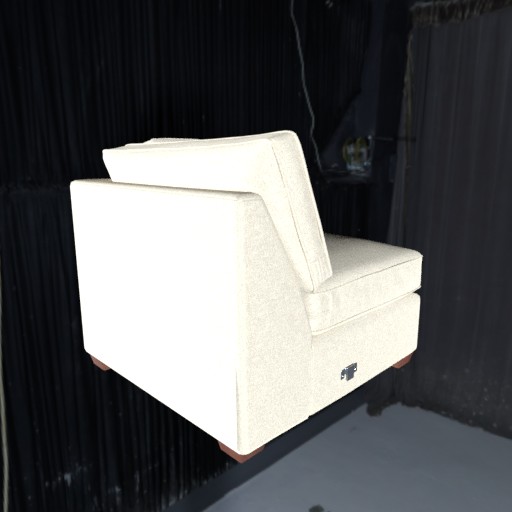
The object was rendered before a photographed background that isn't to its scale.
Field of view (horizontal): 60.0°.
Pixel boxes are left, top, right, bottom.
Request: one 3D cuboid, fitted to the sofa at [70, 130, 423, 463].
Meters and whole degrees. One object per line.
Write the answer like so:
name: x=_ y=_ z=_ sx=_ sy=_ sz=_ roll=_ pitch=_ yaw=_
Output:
sofa: x=0.000 y=0.000 z=1.935 sx=1.146 sy=1.002 sz=1.084 roll=-12 pitch=17 yaw=-43
